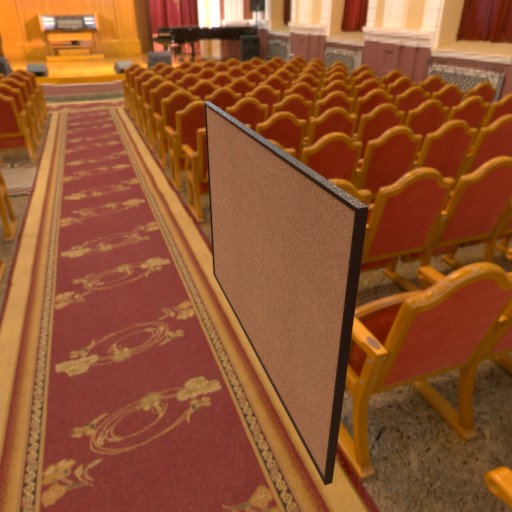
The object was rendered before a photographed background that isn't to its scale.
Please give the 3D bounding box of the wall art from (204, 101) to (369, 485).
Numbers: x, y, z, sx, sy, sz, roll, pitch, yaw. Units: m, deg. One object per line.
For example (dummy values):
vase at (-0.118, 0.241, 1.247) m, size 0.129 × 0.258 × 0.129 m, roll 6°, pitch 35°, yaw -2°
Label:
wall art at (0.000, 0.000, 1.220) m, size 0.019 × 0.660 × 0.957 m, roll -10°, pitch 30°, yaw -17°
